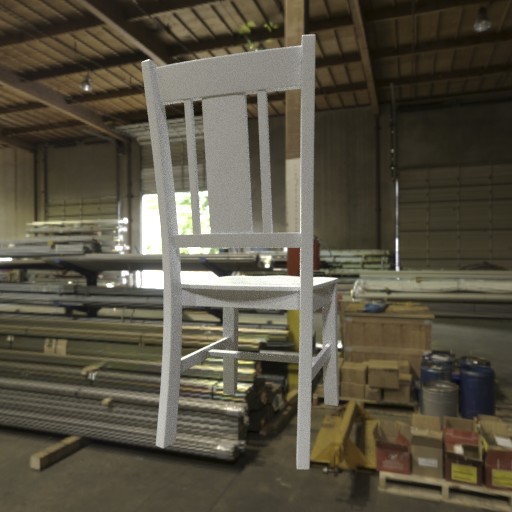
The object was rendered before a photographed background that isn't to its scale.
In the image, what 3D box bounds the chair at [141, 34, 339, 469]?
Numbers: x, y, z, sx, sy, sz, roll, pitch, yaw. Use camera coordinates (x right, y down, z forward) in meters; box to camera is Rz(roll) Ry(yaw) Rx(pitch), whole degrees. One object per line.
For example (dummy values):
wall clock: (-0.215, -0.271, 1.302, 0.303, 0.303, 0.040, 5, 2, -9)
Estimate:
chair: (0.000, 0.000, 1.306, 0.450, 0.998, 0.555, 0, 0, 18)
